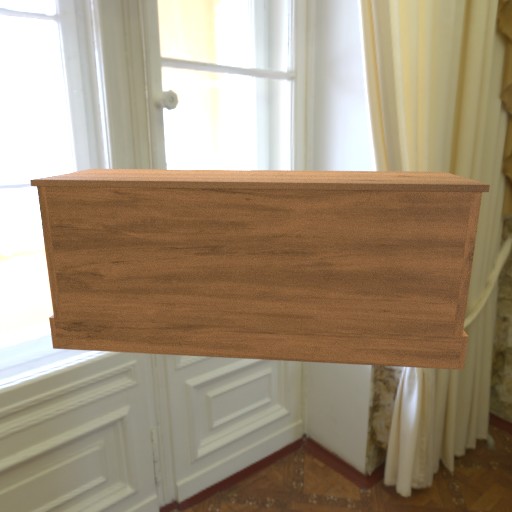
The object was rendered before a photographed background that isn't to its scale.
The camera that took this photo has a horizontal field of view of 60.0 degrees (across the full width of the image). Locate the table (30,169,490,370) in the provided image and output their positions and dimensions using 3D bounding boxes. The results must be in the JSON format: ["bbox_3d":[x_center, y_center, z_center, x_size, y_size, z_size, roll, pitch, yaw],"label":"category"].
[{"bbox_3d":[0.000,0.000,1.411,1.200,0.510,0.400,2,16,6],"label":"table"}]
